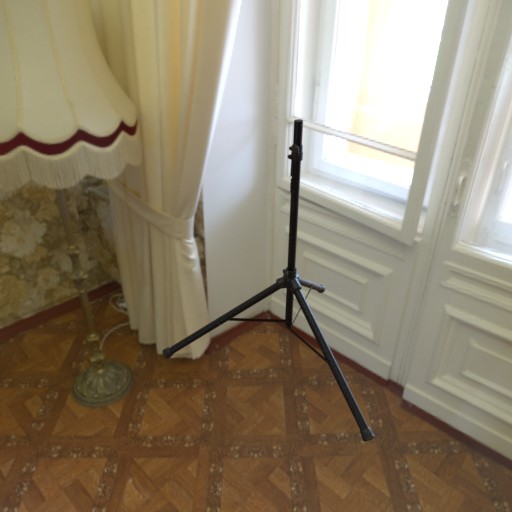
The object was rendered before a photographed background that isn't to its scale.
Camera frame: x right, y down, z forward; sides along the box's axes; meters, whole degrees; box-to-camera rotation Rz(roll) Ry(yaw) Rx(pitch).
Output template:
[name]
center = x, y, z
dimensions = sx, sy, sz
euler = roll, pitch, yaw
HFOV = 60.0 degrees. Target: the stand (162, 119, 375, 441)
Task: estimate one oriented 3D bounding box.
[stand]
center = 0.000, 0.000, 1.886
dimensions = 0.907, 1.136, 1.045
euler = -1, 32, -2
